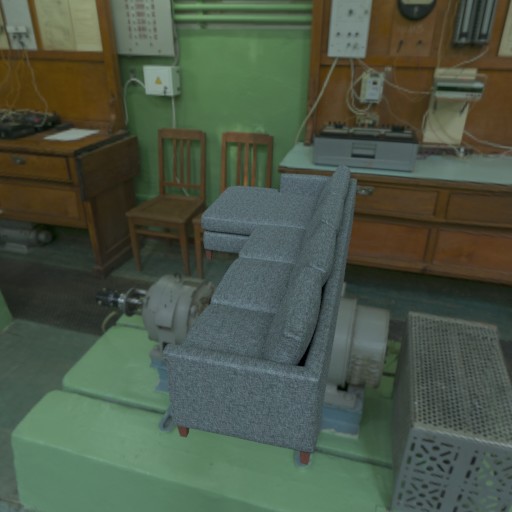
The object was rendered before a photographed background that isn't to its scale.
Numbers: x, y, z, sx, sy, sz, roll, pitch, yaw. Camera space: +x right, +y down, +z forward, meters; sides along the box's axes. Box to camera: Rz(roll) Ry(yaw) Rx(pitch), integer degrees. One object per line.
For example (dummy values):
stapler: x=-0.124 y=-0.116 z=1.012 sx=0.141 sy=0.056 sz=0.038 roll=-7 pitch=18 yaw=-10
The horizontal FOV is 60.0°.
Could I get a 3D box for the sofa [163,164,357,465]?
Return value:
sofa: x=0.000 y=0.000 z=4.128 sx=1.635 sy=0.960 sz=3.485 roll=7 pitch=29 yaw=13
